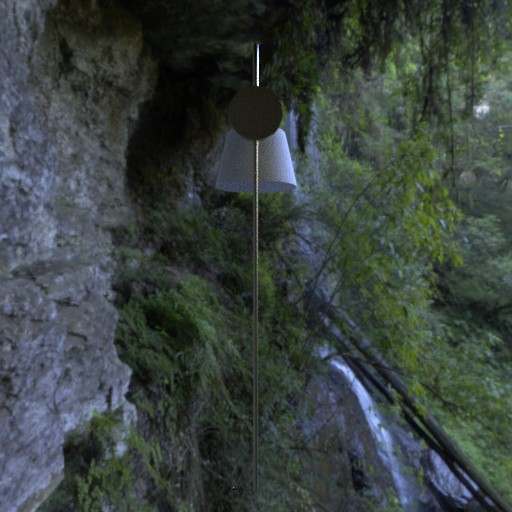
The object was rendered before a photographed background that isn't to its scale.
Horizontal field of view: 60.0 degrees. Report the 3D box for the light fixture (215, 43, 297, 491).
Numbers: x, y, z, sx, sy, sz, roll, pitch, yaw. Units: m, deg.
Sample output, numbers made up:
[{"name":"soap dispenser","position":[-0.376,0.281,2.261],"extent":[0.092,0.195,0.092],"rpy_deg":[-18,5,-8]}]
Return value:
[{"name":"light fixture","position":[0.000,0.000,0.461],"extent":[0.092,0.399,0.176],"rpy_deg":[0,0,0]}]
